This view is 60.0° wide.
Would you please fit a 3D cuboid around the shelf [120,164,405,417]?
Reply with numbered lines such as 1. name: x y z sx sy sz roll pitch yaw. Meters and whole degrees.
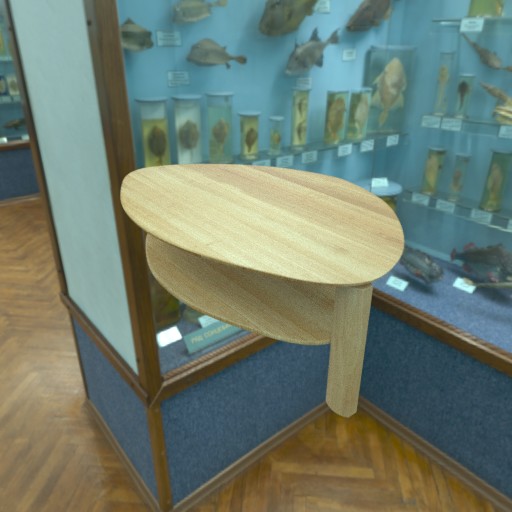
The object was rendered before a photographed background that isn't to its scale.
1. shelf: 0.000 0.000 1.632 0.845 0.440 1.246 -18 31 -33
